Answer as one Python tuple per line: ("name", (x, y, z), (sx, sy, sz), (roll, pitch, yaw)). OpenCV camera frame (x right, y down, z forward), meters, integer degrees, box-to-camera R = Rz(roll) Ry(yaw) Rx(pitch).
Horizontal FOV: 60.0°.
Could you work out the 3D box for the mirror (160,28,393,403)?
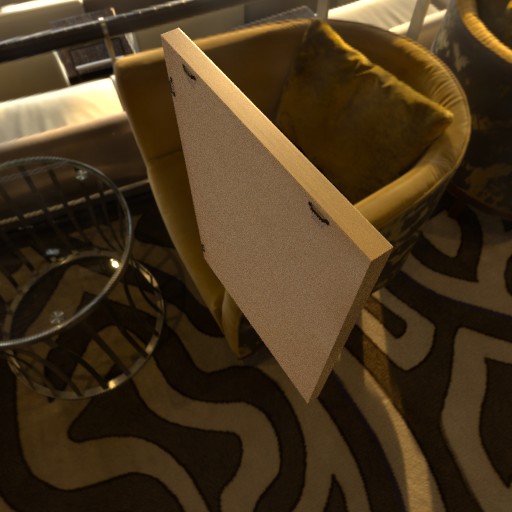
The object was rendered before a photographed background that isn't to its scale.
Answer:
("mirror", (0.000, 0.000, 0.913), (0.039, 0.710, 0.507), (-30, 64, -17))
